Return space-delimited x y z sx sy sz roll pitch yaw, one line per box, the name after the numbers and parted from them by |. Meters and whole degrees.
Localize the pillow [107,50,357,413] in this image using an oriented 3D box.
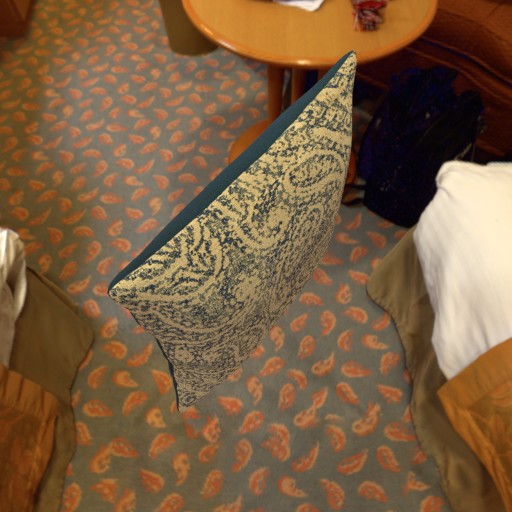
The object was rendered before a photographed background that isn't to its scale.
0.000 0.000 0.783 0.166 0.510 0.523 32 64 18 | pillow
